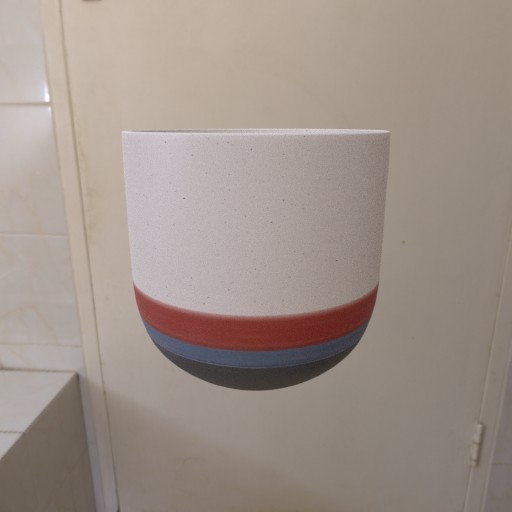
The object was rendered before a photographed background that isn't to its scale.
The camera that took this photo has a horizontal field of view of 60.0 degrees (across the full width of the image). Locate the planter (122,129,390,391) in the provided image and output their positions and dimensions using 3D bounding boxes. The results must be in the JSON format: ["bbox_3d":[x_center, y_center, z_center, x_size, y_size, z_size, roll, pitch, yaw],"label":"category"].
[{"bbox_3d":[0.000,0.000,0.494,0.268,0.270,0.268,0,17,0],"label":"planter"}]
